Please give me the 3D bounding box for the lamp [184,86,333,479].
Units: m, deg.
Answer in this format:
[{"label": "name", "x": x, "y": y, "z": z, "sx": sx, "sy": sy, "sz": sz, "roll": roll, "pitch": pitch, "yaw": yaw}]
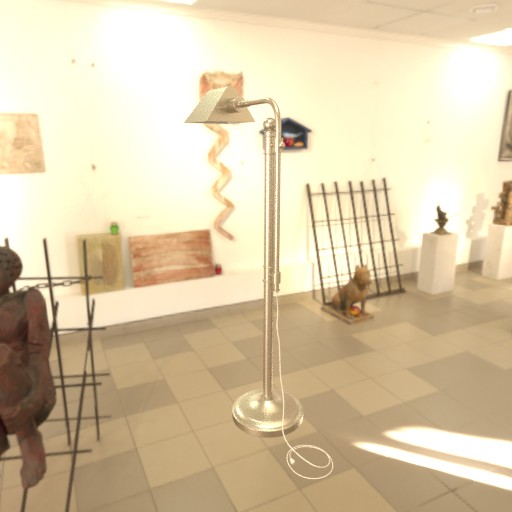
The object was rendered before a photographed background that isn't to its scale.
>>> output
[{"label": "lamp", "x": 0.000, "y": 0.000, "z": 0.952, "sx": 0.159, "sy": 0.708, "sz": 0.546, "roll": -7, "pitch": 17, "yaw": -25}]
